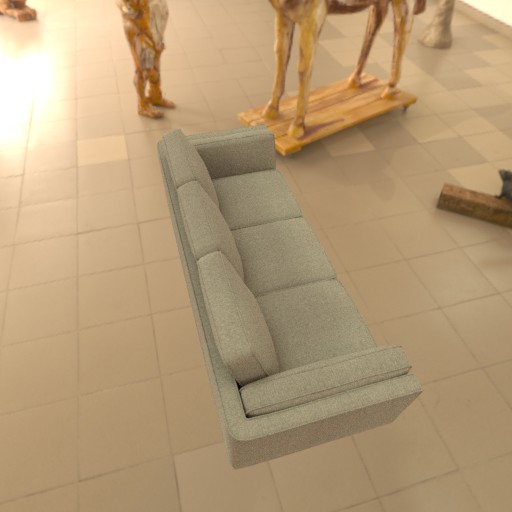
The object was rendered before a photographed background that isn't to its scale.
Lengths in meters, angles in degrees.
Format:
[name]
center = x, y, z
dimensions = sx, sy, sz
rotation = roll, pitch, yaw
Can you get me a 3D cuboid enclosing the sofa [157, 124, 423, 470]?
[sofa]
center = 0.000, 0.000, 2.789
dimensions = 0.903, 0.899, 2.362
rotation = -12, 47, -11
